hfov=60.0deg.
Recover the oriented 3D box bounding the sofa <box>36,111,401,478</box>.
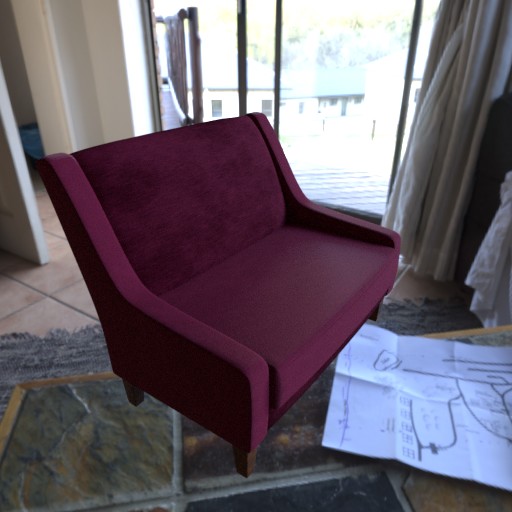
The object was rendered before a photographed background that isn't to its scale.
[{"bbox_3d":[0.000,0.000,1.881,0.946,0.976,1.242,18,31,31],"label":"sofa"}]
